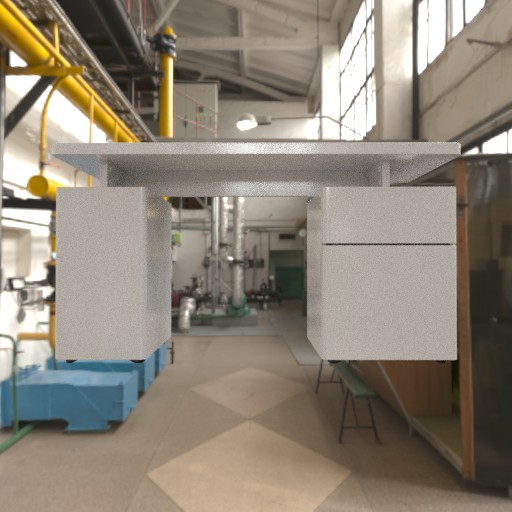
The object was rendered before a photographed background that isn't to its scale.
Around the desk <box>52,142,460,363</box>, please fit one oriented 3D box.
[{"bbox_3d":[0.000,0.000,1.768,1.400,0.762,0.550,0,-1,0],"label":"desk"}]
